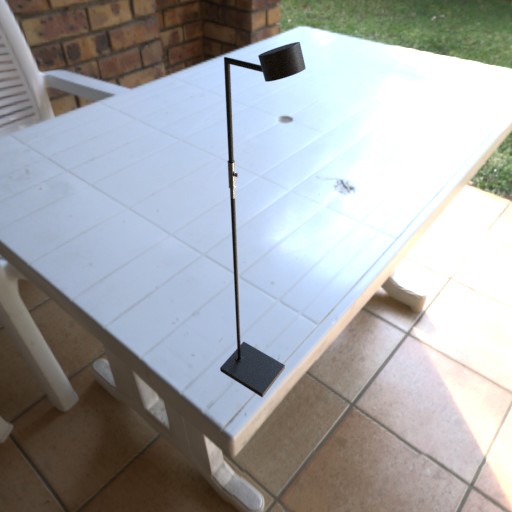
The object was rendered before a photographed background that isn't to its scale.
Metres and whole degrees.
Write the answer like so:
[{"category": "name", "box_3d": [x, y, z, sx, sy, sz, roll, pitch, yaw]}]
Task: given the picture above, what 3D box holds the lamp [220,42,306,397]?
[{"category": "lamp", "box_3d": [0.000, 0.000, 1.737, 0.304, 1.600, 0.203, 25, 47, 25]}]
